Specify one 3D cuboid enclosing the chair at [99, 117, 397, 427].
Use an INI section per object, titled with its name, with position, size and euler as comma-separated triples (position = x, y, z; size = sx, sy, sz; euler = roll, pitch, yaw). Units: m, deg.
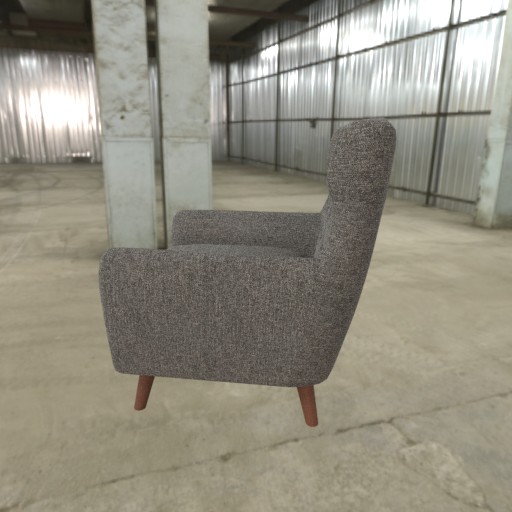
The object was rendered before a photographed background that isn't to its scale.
[chair]
position = 0.000, 0.000, 1.766
size = 0.940, 1.039, 0.889
euler = 2, 16, 8
